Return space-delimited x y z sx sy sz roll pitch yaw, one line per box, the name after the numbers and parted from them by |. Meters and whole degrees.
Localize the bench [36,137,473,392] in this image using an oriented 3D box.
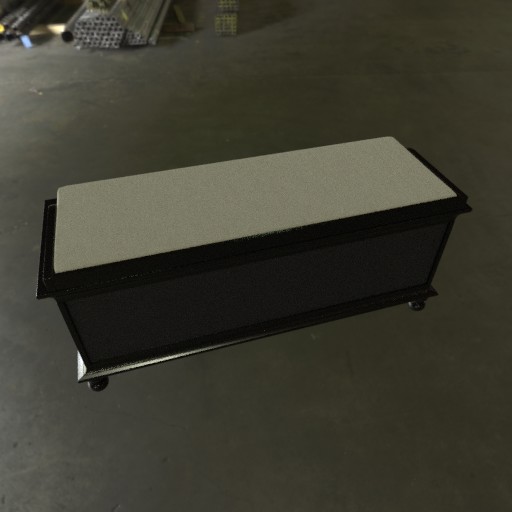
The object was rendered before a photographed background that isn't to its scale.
0.000 0.000 1.428 1.185 0.501 0.402 -11 44 -12 | bench
